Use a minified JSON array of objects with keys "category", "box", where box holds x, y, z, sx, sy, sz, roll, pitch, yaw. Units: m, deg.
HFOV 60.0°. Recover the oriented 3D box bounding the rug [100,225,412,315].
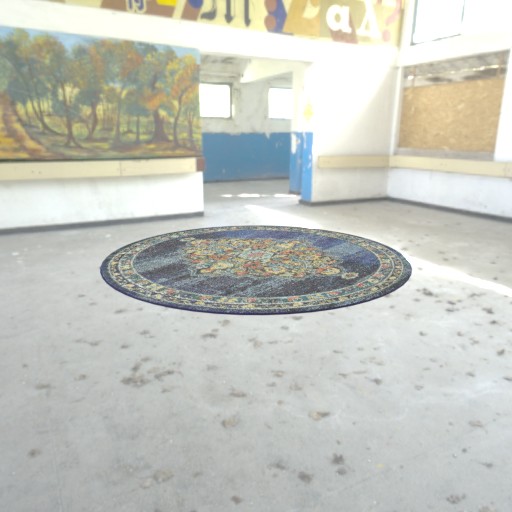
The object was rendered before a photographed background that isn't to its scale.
[{"category":"rug","box":[0.000,0.000,3.578,2.386,0.014,2.386,0,16,0]}]
